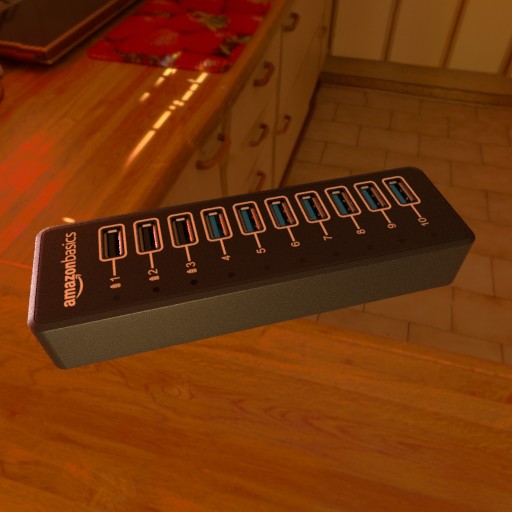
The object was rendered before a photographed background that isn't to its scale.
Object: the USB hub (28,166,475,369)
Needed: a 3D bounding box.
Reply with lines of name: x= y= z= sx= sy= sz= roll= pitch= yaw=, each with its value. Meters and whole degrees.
USB hub: x=0.000 y=0.000 z=0.159 sx=0.145 sy=0.023 sz=0.044 roll=-11 pitch=49 yaw=-10
